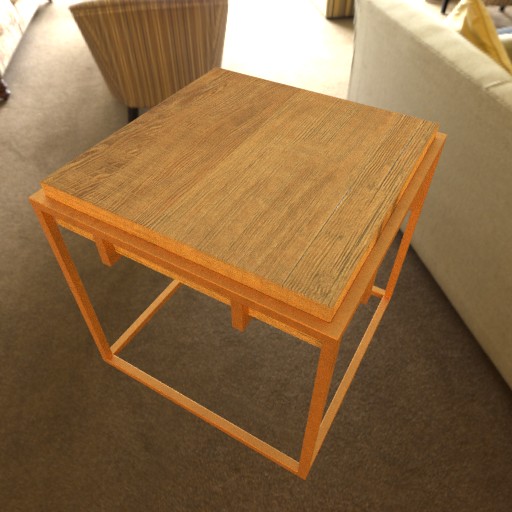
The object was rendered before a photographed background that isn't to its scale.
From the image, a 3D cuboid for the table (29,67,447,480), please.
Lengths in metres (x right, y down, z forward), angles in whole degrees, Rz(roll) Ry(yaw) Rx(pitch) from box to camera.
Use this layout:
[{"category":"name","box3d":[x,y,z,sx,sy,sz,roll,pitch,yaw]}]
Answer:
[{"category":"table","box3d":[0.000,0.000,1.060,0.599,0.584,0.599,23,50,21]}]
